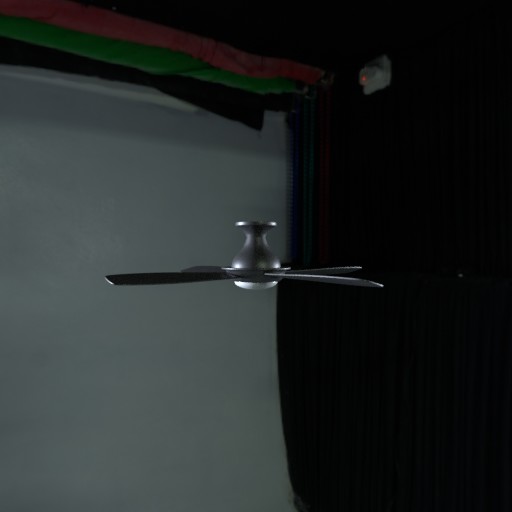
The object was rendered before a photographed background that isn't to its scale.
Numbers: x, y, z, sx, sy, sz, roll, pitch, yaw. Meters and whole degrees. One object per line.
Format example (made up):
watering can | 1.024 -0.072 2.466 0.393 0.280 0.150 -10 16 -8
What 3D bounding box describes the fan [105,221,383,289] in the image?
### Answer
fan | 0.000 0.000 2.540 1.694 0.382 1.694 -1 1 -36
